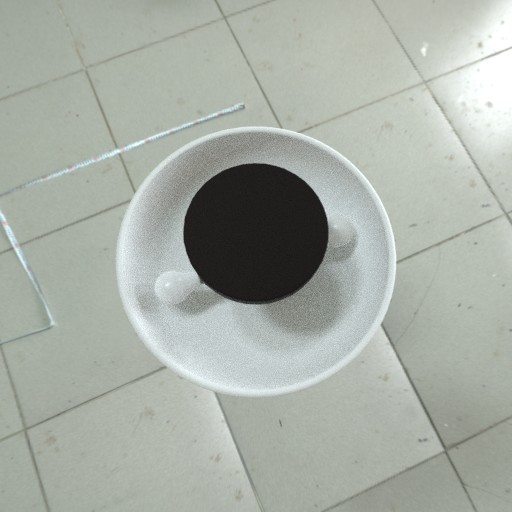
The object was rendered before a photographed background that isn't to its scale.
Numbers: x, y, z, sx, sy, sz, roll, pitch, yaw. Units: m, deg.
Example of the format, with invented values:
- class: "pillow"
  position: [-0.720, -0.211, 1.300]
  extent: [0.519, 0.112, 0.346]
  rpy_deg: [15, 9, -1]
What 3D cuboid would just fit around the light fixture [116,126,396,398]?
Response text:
- class: "light fixture"
  position: [0.000, 0.000, 0.544]
  extent: [0.331, 0.212, 0.331]
  rpy_deg: [0, 75, 0]
